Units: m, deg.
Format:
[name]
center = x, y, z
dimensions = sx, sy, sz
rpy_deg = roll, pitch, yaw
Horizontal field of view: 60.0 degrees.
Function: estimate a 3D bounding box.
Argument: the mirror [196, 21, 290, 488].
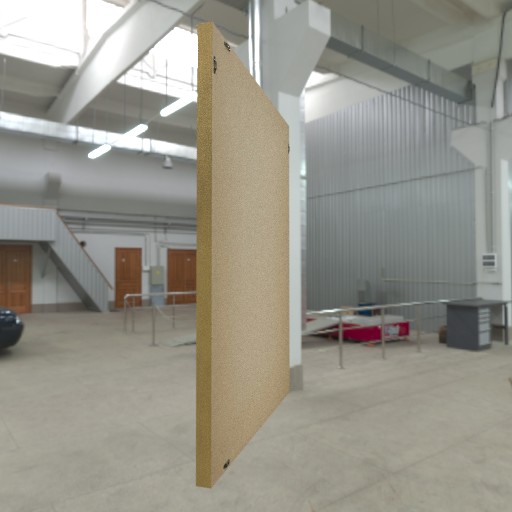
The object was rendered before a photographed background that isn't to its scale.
[mirror]
center = 0.000, 0.000, 1.332
dimensions = 0.041, 1.016, 0.762
rpy_deg = 0, -1, 17
